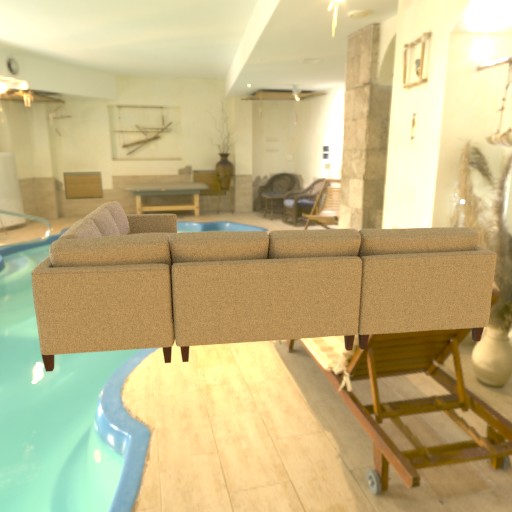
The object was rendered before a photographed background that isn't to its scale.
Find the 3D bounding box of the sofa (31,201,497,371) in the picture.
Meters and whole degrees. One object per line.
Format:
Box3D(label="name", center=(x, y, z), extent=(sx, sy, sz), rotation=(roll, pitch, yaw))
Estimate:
Box3D(label="sofa", center=(0.000, 0.000, 4.460), extent=(3.460, 0.959, 2.593), rotation=(-2, 14, -9))
